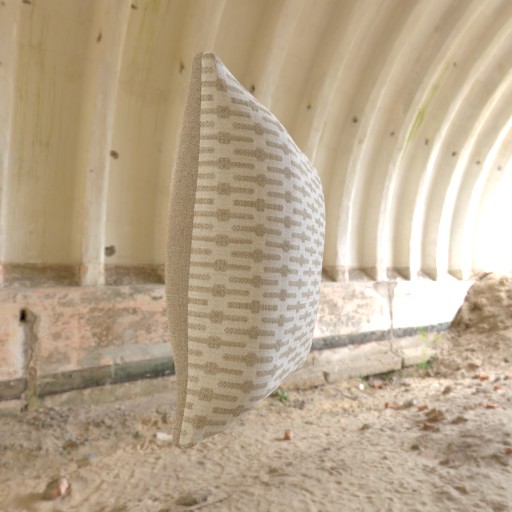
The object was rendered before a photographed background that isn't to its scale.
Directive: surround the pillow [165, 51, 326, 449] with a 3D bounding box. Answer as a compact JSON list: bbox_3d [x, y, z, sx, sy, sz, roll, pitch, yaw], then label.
[{"bbox_3d":[0.000,0.000,0.774,0.219,0.491,0.496,-1,-3,18],"label":"pillow"}]
